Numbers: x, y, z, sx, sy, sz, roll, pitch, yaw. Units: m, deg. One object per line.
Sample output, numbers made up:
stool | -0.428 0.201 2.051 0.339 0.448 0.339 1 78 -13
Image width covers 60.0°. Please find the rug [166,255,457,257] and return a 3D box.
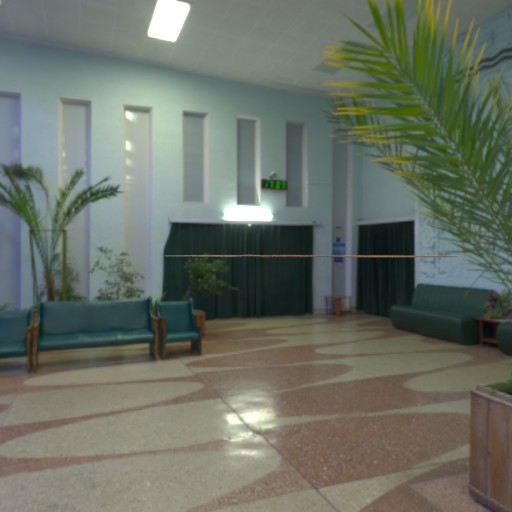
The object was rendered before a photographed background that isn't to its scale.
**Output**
rug | 0.000 0.000 2.711 0.799 0.010 2.444 0 0 -19
